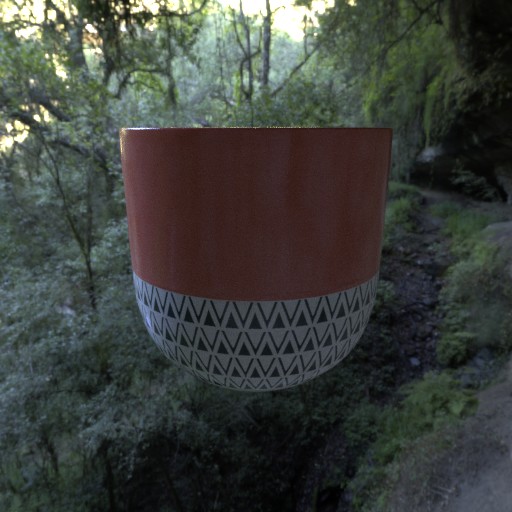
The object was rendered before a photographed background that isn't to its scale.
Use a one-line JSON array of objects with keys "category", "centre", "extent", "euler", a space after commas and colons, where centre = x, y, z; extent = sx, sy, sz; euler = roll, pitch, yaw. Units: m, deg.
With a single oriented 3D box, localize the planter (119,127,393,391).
[{"category": "planter", "centre": [0.000, 0.000, 0.485], "extent": [0.266, 0.270, 0.266], "euler": [0, 16, 0]}]
